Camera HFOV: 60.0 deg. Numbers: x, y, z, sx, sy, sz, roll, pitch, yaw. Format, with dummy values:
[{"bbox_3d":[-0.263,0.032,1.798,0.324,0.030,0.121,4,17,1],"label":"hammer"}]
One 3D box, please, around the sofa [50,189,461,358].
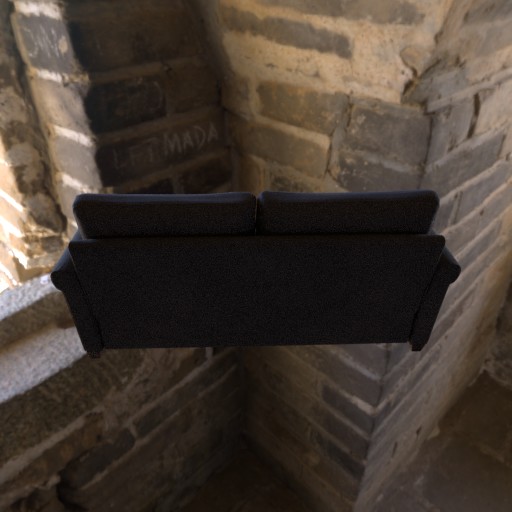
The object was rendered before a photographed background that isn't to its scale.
[{"bbox_3d":[0.000,0.000,2.410,1.935,0.942,0.842,-1,30,-2],"label":"sofa"}]
